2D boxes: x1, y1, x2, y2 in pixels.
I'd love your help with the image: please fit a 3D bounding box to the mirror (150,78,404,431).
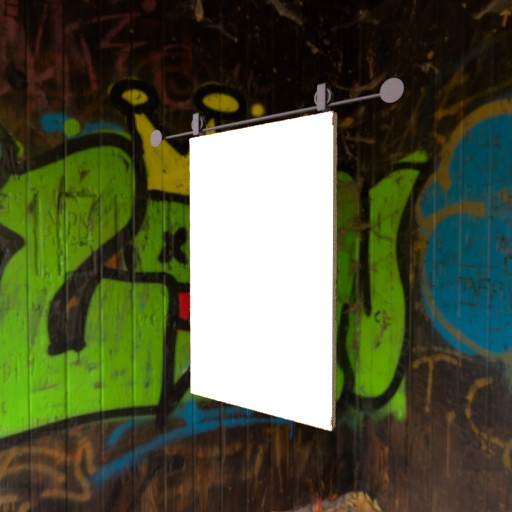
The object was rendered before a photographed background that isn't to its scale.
[{"bbox_3d":[0.000,0.000,1.212,0.808,0.844,0.037,1,2,36],"label":"mirror"}]
